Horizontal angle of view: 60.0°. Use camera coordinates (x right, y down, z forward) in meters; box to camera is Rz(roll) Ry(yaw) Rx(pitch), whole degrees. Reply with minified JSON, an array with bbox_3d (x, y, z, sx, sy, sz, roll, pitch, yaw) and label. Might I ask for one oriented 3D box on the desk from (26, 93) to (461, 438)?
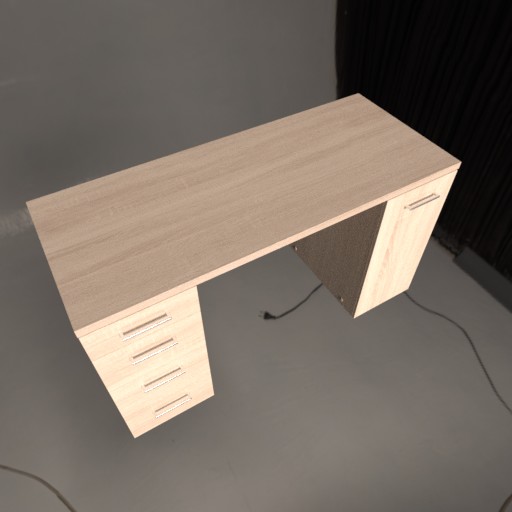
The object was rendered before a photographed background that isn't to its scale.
[{"bbox_3d":[0.000,0.000,1.779,1.390,0.740,0.600,-24,52,-20],"label":"desk"}]
